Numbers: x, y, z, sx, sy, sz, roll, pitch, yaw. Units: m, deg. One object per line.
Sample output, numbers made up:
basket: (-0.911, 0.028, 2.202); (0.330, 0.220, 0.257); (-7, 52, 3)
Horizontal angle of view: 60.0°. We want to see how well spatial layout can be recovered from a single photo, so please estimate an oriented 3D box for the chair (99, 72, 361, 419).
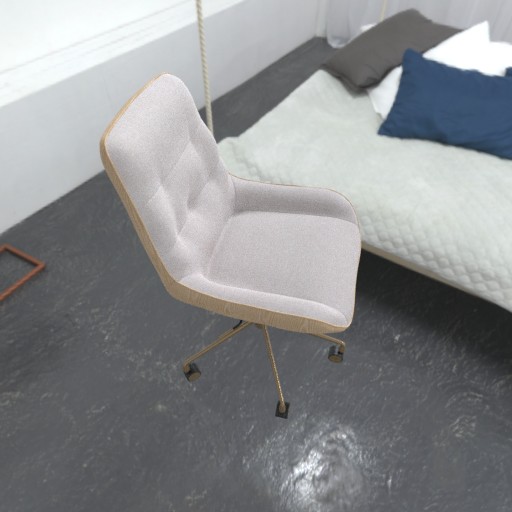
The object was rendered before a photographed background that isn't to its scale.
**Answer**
chair: (0.000, 0.000, 1.362); (0.668, 0.952, 0.564); (10, 47, 9)
